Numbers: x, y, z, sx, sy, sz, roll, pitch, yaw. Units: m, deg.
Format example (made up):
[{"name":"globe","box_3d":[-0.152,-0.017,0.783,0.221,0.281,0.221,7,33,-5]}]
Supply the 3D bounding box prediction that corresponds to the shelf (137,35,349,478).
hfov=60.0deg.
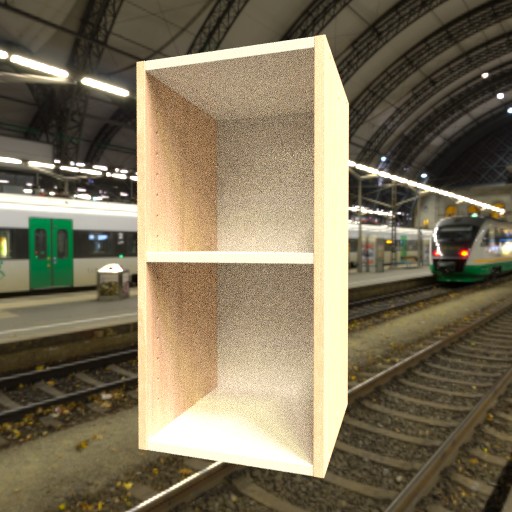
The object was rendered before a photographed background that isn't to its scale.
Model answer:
[{"name":"shelf","box_3d":[0.000,0.000,0.778,0.290,0.594,0.297,0,1,18]}]
